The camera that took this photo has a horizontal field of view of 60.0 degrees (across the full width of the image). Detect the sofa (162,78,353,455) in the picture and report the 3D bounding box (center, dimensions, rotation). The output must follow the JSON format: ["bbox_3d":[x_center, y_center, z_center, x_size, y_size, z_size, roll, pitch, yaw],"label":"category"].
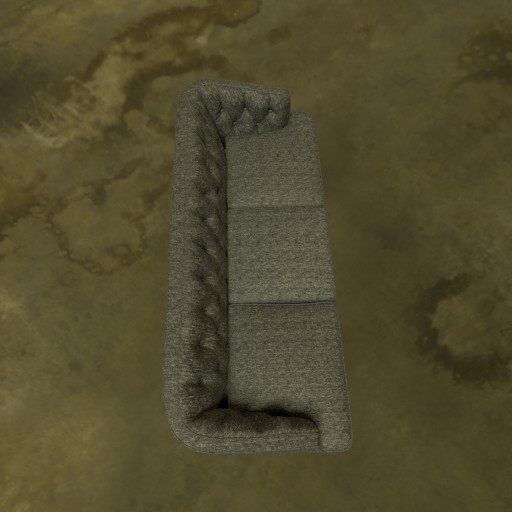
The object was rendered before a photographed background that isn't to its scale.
[{"bbox_3d":[0.000,0.000,2.763,0.941,0.855,2.278,-2,65,-1],"label":"sofa"}]
